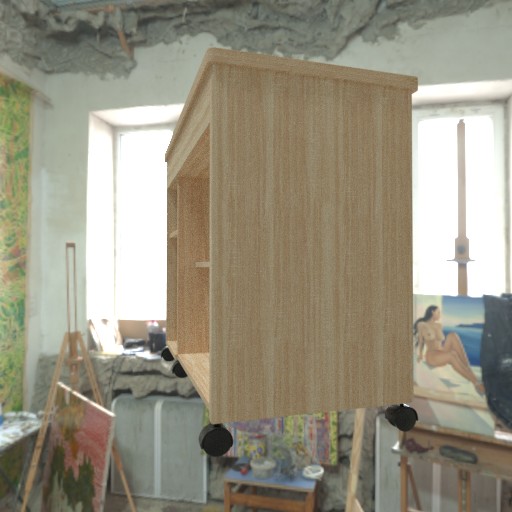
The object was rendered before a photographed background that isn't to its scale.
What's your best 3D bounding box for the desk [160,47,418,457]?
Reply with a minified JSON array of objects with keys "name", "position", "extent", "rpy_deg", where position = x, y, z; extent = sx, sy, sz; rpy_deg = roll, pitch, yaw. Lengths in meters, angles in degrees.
[{"name":"desk","position":[0.000,0.000,1.314],"extent":[0.480,0.770,0.884],"rpy_deg":[0,-1,-17]}]
